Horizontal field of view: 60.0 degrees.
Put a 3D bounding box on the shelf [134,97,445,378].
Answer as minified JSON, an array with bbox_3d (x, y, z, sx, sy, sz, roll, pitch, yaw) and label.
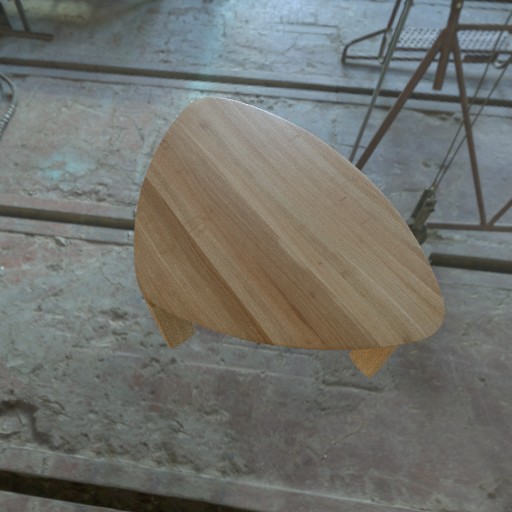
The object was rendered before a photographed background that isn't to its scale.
[{"bbox_3d":[0.000,0.000,1.654,0.863,0.439,1.240,-33,64,-18],"label":"shelf"}]
